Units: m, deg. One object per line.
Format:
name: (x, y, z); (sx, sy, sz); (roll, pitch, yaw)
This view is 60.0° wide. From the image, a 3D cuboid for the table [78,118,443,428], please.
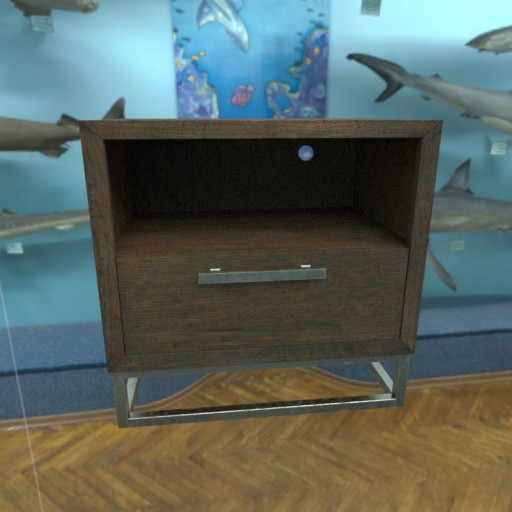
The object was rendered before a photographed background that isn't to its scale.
table: (0.000, 0.000, 1.263); (0.767, 0.746, 0.542); (-2, 18, -6)
